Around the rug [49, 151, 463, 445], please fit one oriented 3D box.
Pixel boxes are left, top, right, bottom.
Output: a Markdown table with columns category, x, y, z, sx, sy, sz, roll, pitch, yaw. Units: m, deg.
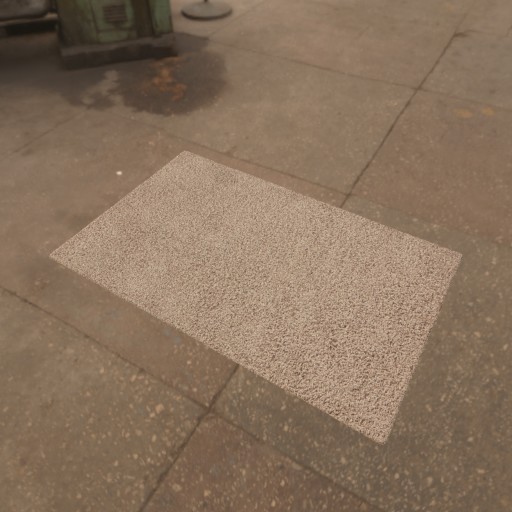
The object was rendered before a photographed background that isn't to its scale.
| category | x | y | z | sx | sy | sz | roll | pitch | yaw |
| --- | --- | --- | --- | --- | --- | --- | --- | --- | --- |
| rug | 0.000 | 0.000 | 3.071 | 2.438 | 0.030 | 1.524 | 24 | 51 | 21 |
